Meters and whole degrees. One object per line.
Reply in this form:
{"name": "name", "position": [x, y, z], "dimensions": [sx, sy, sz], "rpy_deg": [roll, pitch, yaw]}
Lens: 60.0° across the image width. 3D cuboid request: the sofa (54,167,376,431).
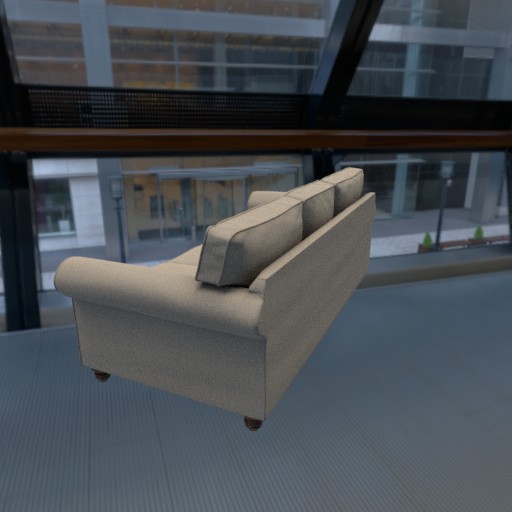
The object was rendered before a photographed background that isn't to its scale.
{"name": "sofa", "position": [0.000, 0.000, 2.653], "dimensions": [0.998, 0.889, 2.118], "rpy_deg": [8, 20, 24]}
